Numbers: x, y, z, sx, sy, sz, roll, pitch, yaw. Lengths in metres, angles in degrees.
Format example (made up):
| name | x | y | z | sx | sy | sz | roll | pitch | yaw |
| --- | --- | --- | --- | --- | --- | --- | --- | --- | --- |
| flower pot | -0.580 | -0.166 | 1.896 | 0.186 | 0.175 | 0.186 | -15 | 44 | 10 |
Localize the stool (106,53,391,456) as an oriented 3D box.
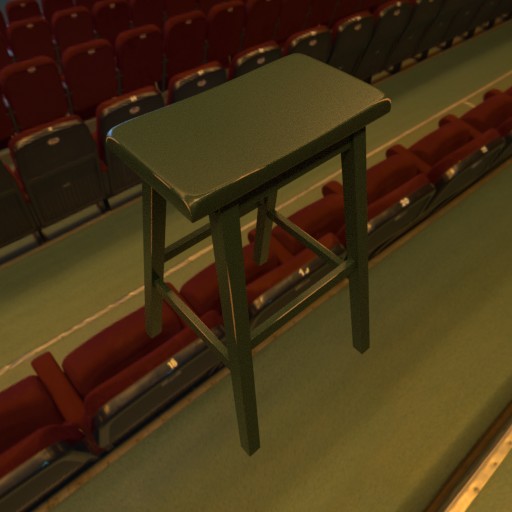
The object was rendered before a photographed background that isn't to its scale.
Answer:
| name | x | y | z | sx | sy | sz | roll | pitch | yaw |
| --- | --- | --- | --- | --- | --- | --- | --- | --- | --- |
| stool | 0.000 | 0.000 | 1.026 | 0.457 | 0.737 | 0.476 | -33 | 56 | -26 |
